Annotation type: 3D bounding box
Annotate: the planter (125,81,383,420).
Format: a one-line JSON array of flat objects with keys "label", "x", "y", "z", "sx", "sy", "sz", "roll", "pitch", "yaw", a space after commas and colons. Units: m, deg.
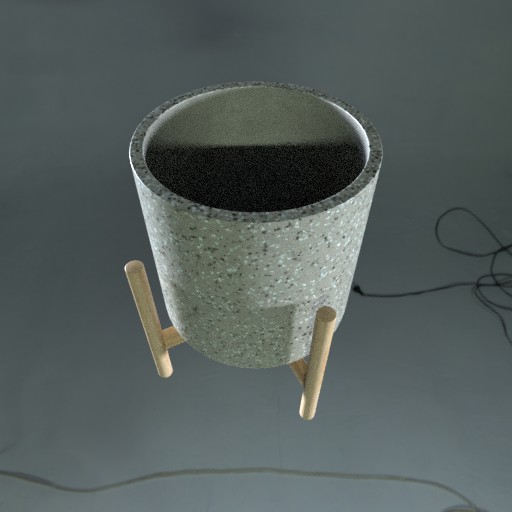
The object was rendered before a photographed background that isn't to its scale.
[{"label": "planter", "x": 0.000, "y": 0.000, "z": 0.693, "sx": 0.360, "sy": 0.419, "sz": 0.360, "roll": -4, "pitch": 47, "yaw": -4}]
